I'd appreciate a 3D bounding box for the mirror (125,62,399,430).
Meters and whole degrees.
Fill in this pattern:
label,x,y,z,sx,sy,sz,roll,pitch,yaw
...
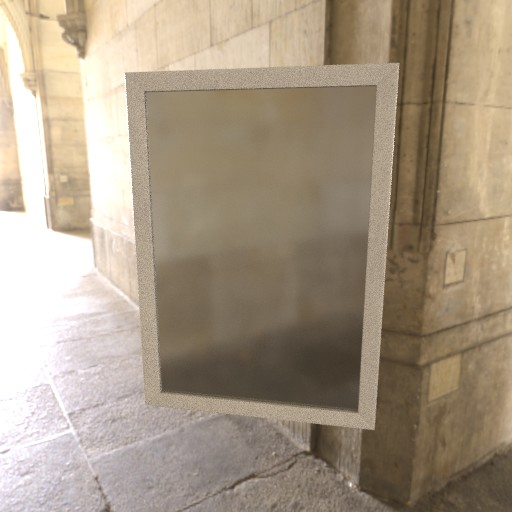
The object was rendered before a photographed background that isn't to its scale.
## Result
label,x,y,z,sx,sy,sz,roll,pitch,yaw
mirror,0.000,0.000,0.904,0.507,0.710,0.040,2,13,10
